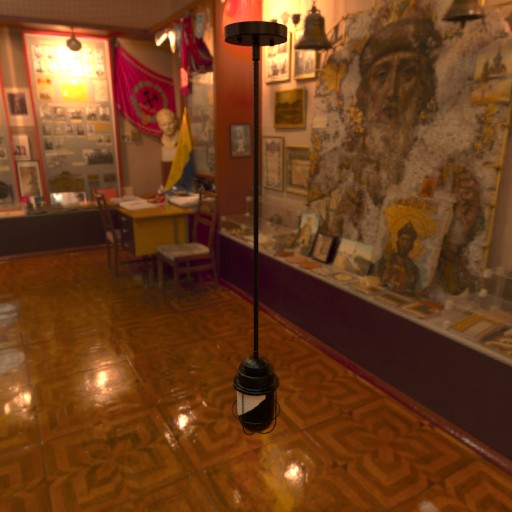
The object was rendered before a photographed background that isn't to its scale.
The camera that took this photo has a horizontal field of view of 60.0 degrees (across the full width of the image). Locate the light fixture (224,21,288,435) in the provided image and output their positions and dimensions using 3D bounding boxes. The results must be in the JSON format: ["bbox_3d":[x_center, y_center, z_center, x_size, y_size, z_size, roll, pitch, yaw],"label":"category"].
[{"bbox_3d":[0.000,0.000,0.988,0.123,0.920,0.123,-8,18,-27],"label":"light fixture"}]
